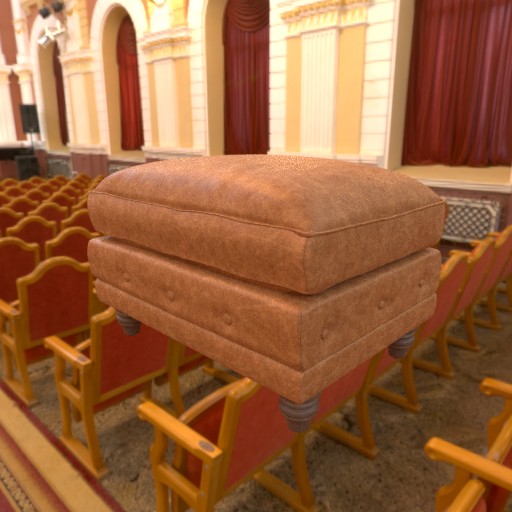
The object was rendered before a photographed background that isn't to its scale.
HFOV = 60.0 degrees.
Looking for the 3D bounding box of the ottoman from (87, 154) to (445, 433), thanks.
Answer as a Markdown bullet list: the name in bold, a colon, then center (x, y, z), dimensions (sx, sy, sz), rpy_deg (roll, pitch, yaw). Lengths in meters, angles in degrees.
- **ottoman**: center (0.000, 0.000, 1.084), dimensions (0.710, 0.480, 0.533), rpy_deg (14, 21, 42)
